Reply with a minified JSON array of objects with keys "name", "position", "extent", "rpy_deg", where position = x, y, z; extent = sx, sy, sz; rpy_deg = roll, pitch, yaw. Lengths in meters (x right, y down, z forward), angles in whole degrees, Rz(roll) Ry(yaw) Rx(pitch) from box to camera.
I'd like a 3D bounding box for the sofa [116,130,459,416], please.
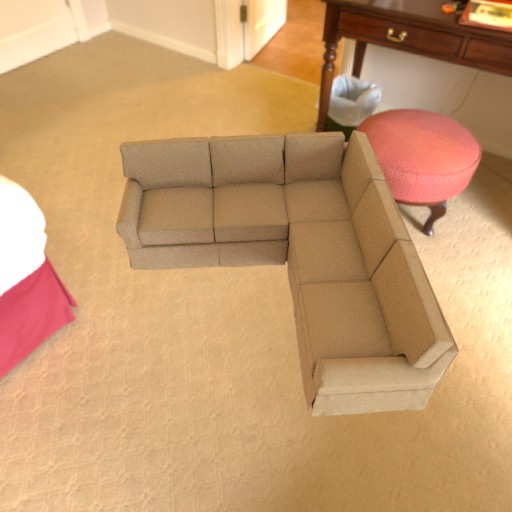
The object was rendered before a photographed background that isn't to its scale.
[{"name":"sofa","position":[0.000,0.000,4.192],"extent":[2.730,1.124,2.733],"rpy_deg":[-3,47,-3]}]
